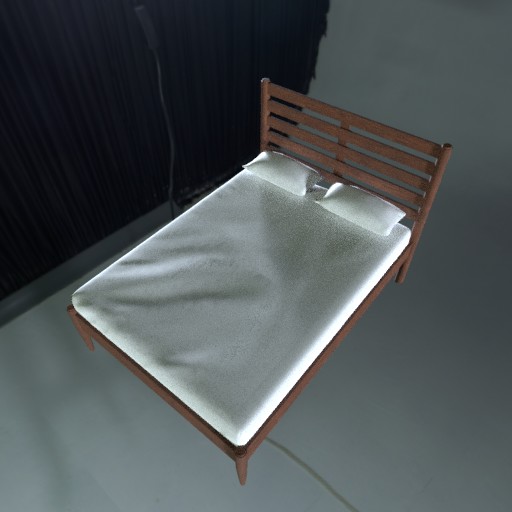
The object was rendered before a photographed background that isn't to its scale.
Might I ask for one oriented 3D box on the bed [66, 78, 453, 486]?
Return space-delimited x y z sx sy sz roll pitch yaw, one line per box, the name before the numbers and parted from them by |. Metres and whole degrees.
bed | 0.000 0.000 3.010 1.509 1.304 2.093 30 54 26
